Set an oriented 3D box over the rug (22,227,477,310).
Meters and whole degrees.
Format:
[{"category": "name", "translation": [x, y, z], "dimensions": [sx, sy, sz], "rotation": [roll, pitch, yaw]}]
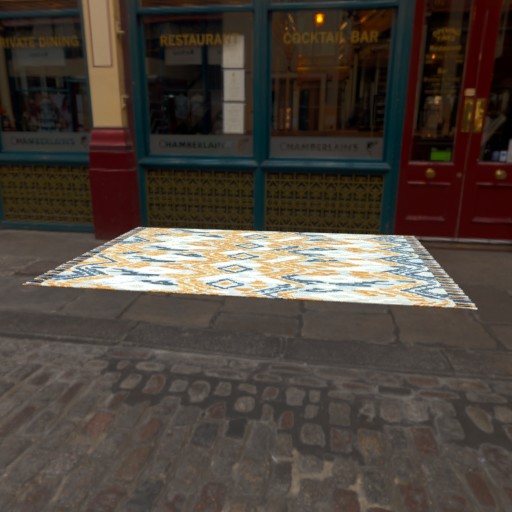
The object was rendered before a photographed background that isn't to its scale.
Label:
[{"category": "rug", "translation": [0.000, 0.000, 2.328], "dimensions": [1.827, 0.008, 1.230], "rotation": [2, 15, 8]}]
